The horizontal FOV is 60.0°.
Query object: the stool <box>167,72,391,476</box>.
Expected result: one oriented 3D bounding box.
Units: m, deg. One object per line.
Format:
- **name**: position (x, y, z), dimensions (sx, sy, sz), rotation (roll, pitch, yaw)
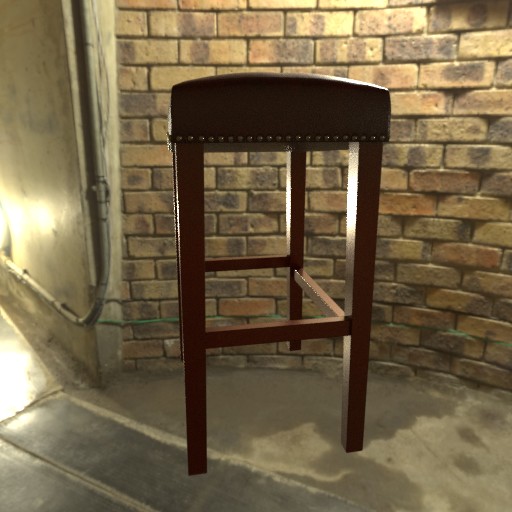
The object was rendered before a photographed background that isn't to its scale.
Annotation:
- **stool**: position (0.000, 0.000, 1.021), dimensions (0.372, 0.742, 0.504), rotation (-3, 16, -11)
